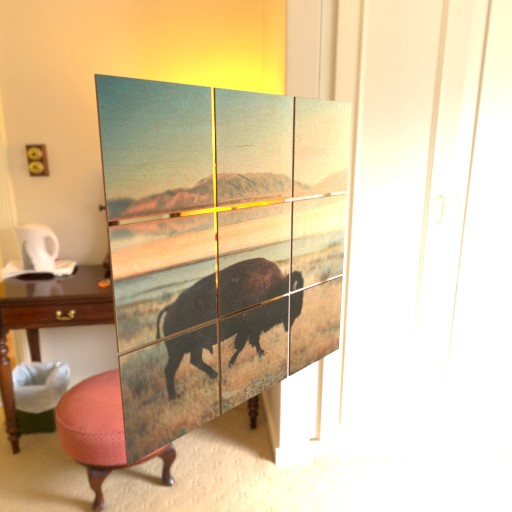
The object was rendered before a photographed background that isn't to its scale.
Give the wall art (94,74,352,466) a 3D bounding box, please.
[{"bbox_3d":[0.000,0.000,2.199,0.019,1.532,1.533,14,20,43],"label":"wall art"}]
